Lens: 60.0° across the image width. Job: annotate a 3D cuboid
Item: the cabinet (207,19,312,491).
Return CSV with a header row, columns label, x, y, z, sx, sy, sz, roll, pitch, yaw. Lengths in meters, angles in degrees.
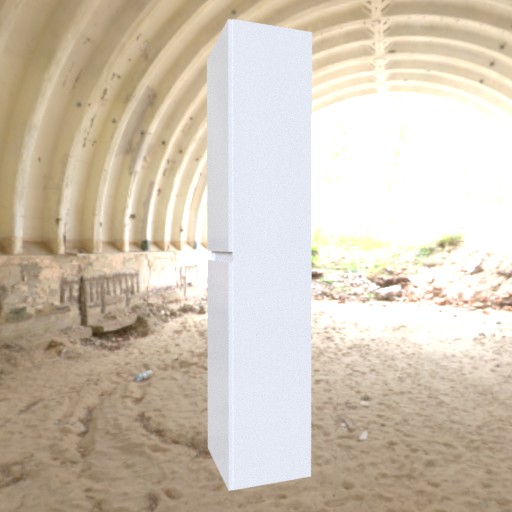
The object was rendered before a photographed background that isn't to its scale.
label,x,y,z,sx,sy,sz,roll,pitch,yaw
cabinet,0.000,0.000,1.497,0.270,1.400,0.300,0,1,-18
